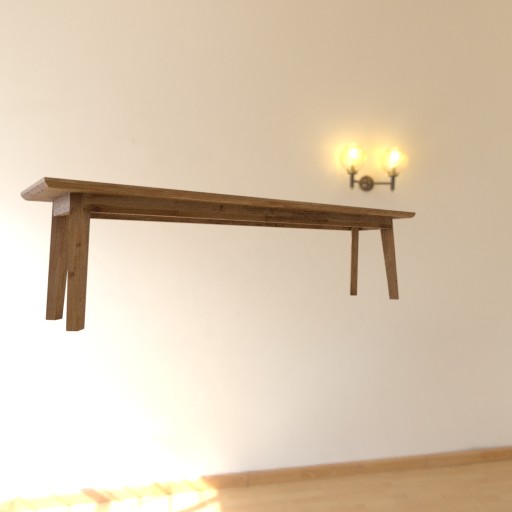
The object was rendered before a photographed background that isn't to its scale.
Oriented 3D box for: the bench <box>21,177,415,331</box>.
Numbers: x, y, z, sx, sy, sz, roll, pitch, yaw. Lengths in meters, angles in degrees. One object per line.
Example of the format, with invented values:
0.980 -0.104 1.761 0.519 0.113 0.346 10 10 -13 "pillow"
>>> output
0.000 0.000 1.849 1.698 0.431 0.378 0 0 -37 "bench"
